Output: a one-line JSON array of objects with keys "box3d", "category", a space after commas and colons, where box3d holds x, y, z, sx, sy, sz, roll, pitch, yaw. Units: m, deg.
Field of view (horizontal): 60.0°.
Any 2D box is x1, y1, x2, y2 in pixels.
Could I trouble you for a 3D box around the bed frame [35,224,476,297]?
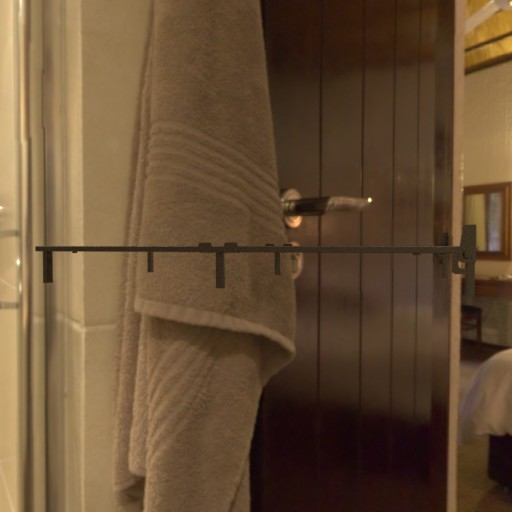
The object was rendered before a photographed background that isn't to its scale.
[{"box3d": [0.000, 0.000, 2.269, 1.897, 0.248, 0.968, 0, 1, 18], "category": "bed frame"}]
